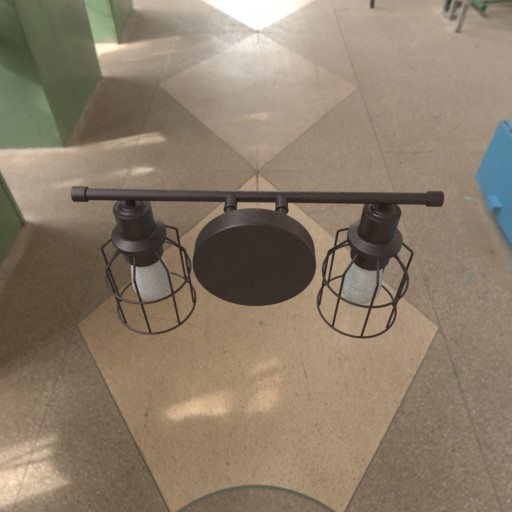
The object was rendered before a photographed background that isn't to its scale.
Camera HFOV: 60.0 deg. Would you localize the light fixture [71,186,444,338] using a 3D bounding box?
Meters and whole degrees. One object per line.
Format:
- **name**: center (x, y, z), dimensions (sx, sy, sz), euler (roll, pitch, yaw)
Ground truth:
- **light fixture**: center (0.000, 0.000, 0.522), dimensions (0.406, 0.254, 0.165), euler (1, 47, 1)
